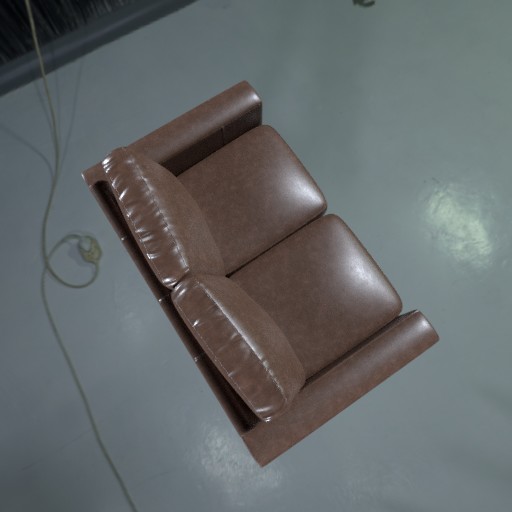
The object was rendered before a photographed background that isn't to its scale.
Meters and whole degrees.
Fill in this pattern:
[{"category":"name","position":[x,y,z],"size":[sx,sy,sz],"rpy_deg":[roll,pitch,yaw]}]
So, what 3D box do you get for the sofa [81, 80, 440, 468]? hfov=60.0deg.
[{"category":"sofa","position":[0.000,0.000,2.201],"size":[1.016,0.873,1.616],"rpy_deg":[-33,78,-8]}]
